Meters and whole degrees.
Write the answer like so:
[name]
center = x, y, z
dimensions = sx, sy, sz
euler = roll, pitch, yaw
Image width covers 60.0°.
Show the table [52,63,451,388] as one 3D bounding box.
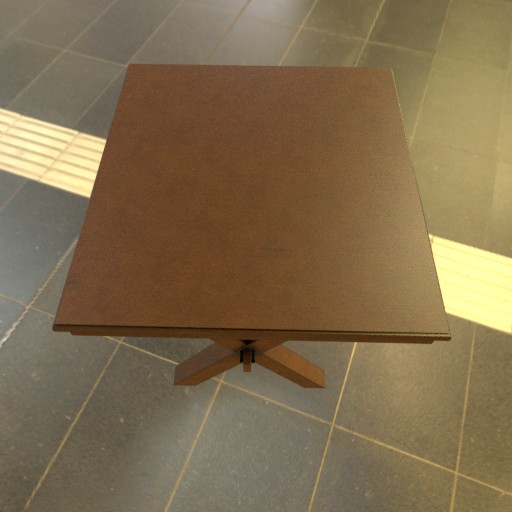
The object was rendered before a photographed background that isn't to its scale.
[table]
center = 0.000, 0.000, 1.013
dimensions = 0.560, 0.562, 0.602
euler = 1, 58, 1
